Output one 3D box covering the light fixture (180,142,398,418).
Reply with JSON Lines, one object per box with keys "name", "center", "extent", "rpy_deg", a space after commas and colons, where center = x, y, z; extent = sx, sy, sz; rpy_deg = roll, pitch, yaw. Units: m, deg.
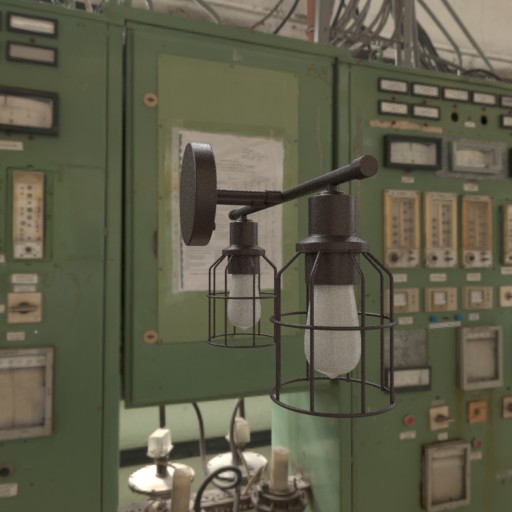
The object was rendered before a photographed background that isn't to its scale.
{"name": "light fixture", "center": [0.000, 0.000, 0.527], "extent": [0.165, 0.254, 0.406], "rpy_deg": [0, 0, -18]}
